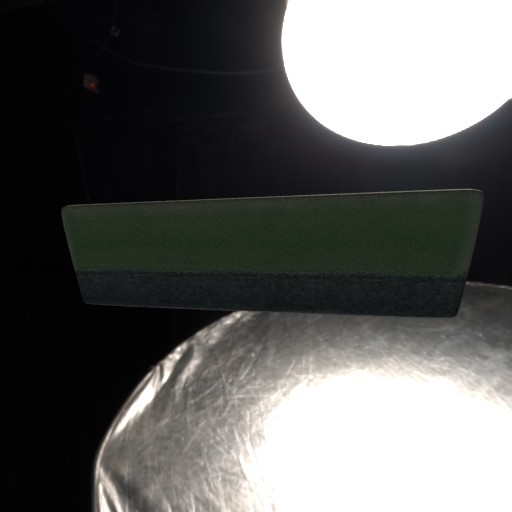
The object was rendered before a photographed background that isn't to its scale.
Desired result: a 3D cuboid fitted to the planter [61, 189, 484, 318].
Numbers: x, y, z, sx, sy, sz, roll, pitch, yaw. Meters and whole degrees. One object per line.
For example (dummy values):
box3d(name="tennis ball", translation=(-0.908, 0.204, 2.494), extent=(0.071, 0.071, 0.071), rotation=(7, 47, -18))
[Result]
box3d(name="planter", translation=(0.000, 0.000, 0.306), extent=(0.275, 0.072, 0.072), rotation=(0, 0, 18))
